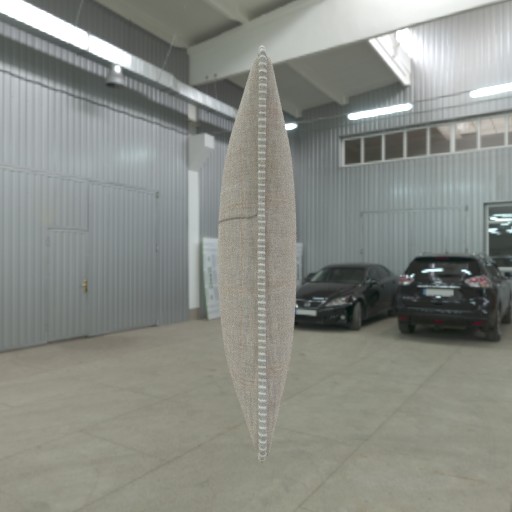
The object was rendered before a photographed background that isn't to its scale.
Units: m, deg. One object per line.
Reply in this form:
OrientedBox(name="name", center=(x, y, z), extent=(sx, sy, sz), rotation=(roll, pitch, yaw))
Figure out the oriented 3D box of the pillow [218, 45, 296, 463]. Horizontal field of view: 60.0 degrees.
OrientedBox(name="pillow", center=(0.000, 0.000, 0.741), extent=(0.124, 0.494, 0.485), rotation=(0, 0, -2))
